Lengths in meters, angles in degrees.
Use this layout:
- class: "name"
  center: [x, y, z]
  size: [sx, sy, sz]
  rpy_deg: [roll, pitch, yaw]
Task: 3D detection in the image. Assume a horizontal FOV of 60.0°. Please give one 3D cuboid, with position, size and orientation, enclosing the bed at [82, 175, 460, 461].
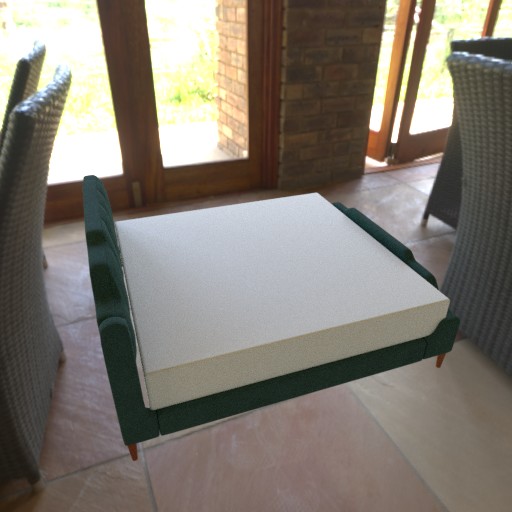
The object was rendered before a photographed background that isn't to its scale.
- class: "bed"
  center: [0.000, 0.000, 3.473]
  size: [2.340, 1.245, 2.074]
  rpy_deg: [-10, 32, -17]
